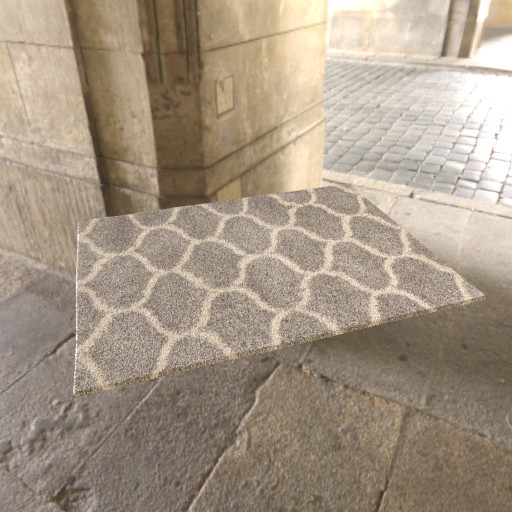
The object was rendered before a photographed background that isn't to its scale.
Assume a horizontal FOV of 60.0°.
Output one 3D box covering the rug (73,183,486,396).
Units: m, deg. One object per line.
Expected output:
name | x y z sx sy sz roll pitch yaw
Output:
rug | 0.000 0.000 2.083 1.600 0.025 1.200 -10 34 -15
